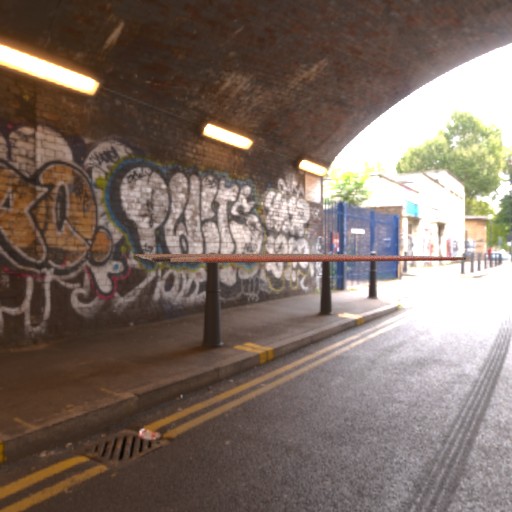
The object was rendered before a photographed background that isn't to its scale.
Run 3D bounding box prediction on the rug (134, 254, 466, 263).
[{"bbox_3d":[0.000,0.000,3.024,1.530,0.017,2.446,0,1,-17],"label":"rug"}]
